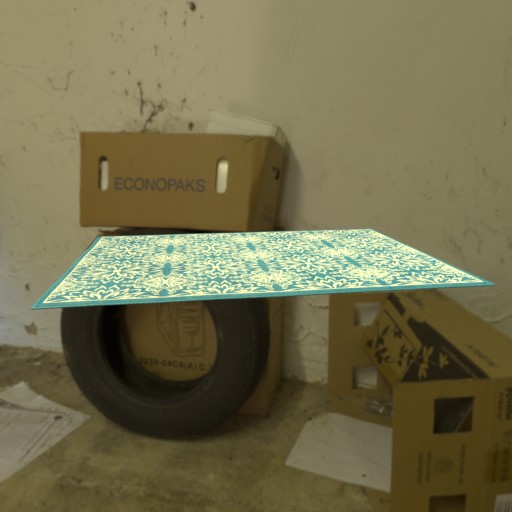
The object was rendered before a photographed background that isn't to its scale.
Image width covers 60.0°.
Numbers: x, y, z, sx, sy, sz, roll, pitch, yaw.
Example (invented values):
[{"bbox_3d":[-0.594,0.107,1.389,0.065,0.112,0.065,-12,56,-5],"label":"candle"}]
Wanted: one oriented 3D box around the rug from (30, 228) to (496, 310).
[{"bbox_3d":[0.000,0.000,2.812,2.205,0.012,1.554,-2,14,-8],"label":"rug"}]
